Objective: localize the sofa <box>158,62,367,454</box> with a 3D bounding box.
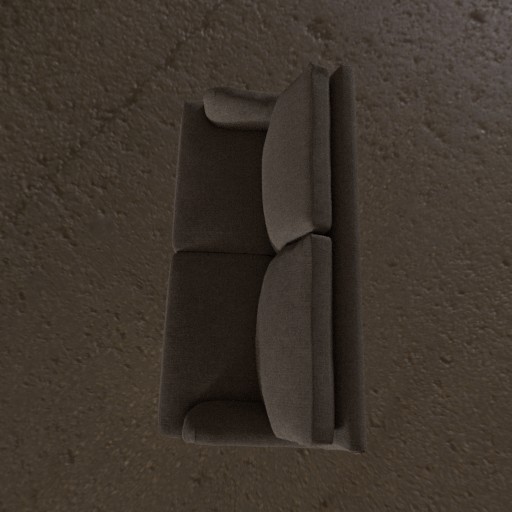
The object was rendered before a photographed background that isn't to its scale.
[{"bbox_3d":[0.000,0.000,2.745,1.087,1.054,2.160,2,76,0],"label":"sofa"}]
